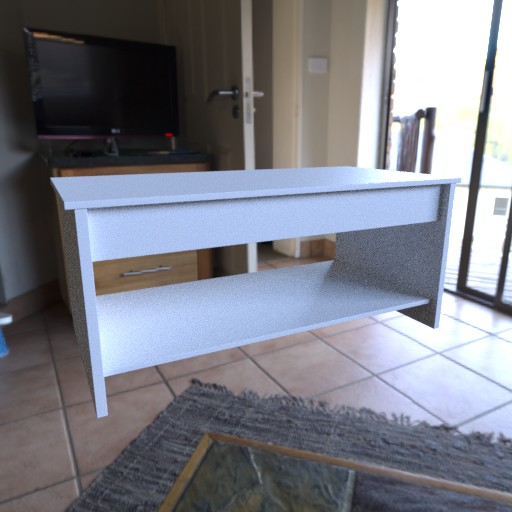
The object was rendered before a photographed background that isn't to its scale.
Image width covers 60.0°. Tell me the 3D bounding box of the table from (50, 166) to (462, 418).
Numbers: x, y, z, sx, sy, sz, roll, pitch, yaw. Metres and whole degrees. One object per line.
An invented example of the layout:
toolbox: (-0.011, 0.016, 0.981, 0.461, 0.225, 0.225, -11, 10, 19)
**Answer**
table: (0.000, 0.000, 1.261, 1.000, 0.441, 0.500, -8, 17, -26)
